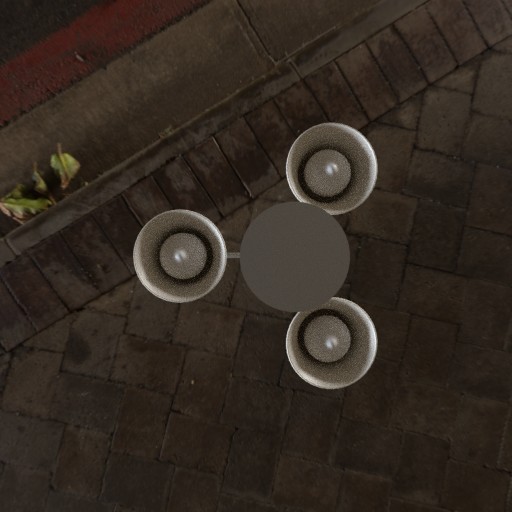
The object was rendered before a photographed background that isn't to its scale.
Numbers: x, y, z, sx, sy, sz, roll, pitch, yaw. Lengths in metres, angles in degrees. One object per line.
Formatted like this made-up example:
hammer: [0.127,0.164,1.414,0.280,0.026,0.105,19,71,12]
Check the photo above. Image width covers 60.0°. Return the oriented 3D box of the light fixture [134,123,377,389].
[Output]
light fixture: [0.000,0.000,0.665,0.354,0.370,0.388,0,90,-2]
